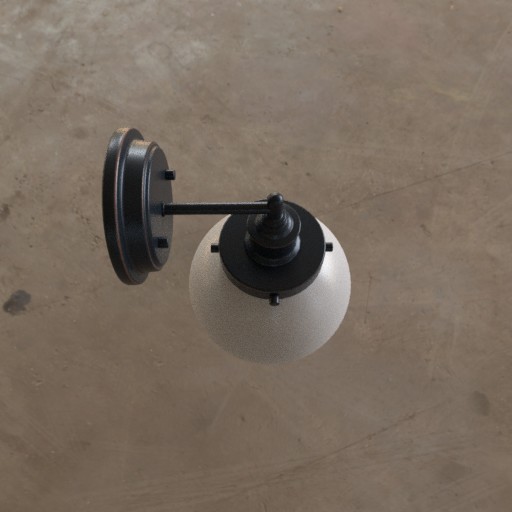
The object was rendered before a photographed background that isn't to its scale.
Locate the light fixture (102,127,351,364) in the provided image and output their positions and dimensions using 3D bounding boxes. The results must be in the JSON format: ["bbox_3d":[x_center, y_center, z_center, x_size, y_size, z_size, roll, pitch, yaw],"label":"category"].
[{"bbox_3d":[0.000,0.000,0.483,0.230,0.332,0.197,-1,63,0],"label":"light fixture"}]
